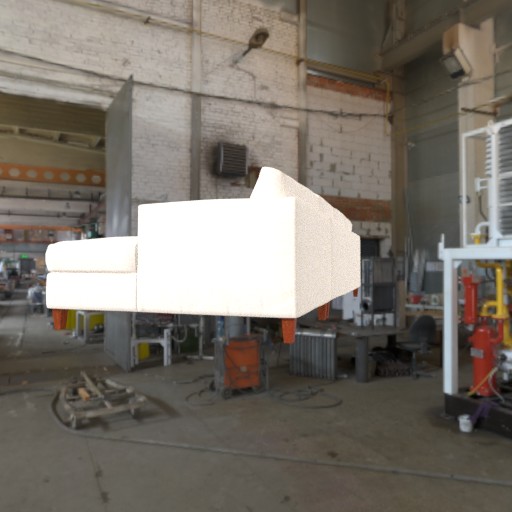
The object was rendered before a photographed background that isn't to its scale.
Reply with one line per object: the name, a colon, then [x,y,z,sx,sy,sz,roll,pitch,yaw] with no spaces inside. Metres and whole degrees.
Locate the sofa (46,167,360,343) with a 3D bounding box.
sofa: [0.000,0.000,4.103,1.606,0.954,3.471,0,-1,18]
